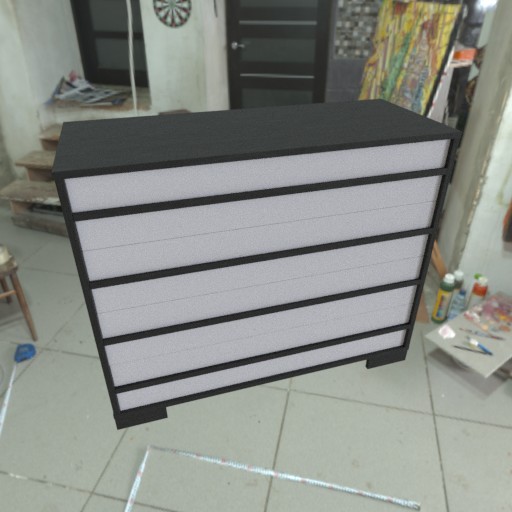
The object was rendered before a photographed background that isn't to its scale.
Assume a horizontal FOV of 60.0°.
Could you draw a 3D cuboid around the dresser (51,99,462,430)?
[{"bbox_3d":[0.000,0.000,1.401,0.994,0.816,0.404,-9,33,-14],"label":"dresser"}]
